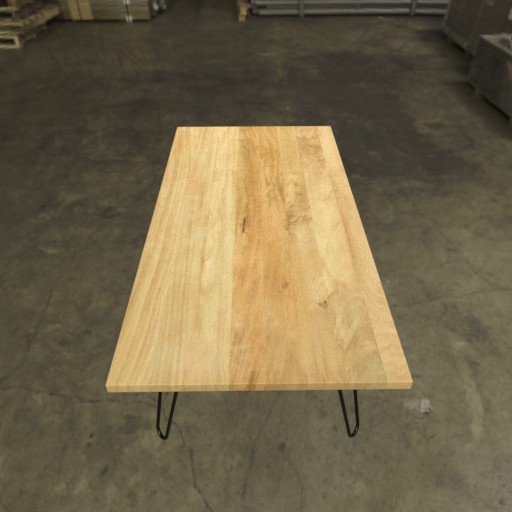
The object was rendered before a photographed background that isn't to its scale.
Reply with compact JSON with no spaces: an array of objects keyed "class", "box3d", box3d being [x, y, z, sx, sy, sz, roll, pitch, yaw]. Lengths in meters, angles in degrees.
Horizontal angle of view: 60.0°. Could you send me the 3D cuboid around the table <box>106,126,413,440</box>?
[{"class":"table","box3d":[0.000,0.000,1.645,0.699,0.400,1.348,0,41,-1]}]
